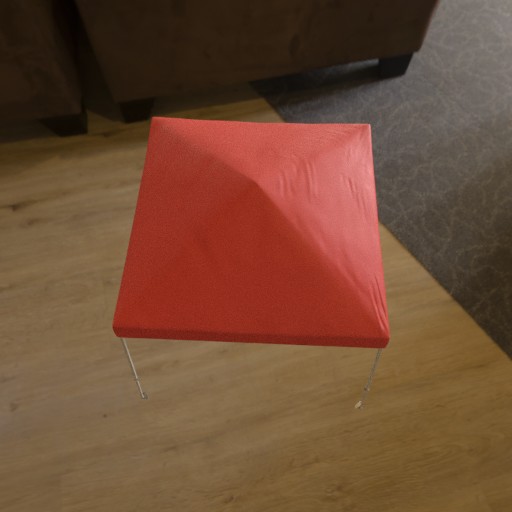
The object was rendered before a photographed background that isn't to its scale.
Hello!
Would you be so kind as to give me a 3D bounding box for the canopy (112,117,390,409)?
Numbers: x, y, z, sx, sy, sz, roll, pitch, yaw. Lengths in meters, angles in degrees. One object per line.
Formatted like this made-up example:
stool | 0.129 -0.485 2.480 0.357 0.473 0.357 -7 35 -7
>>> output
canopy | 0.000 0.000 6.393 3.599 3.600 3.600 2 64 1
